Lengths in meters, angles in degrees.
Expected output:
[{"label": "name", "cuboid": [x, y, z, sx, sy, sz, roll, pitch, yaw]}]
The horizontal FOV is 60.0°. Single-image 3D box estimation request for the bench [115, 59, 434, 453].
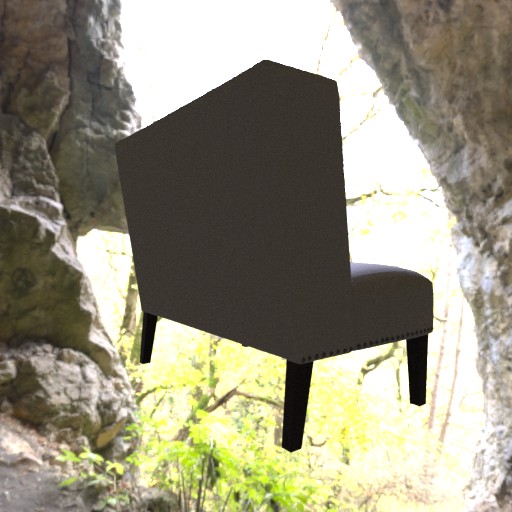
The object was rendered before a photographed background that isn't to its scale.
[{"label": "bench", "cuboid": [0.000, 0.000, 1.965, 0.847, 1.123, 1.280, -1, 2, -36]}]
